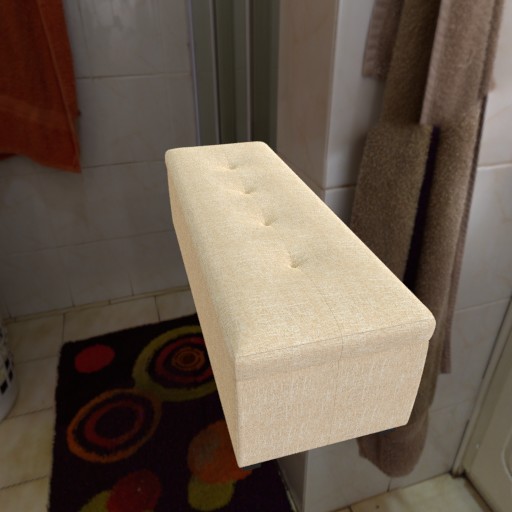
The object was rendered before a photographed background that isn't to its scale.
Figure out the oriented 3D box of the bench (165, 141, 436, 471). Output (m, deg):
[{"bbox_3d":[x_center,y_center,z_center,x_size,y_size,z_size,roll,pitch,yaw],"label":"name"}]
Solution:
[{"bbox_3d":[0.000,0.000,1.430,0.432,0.406,1.219,-8,32,-13],"label":"bench"}]
